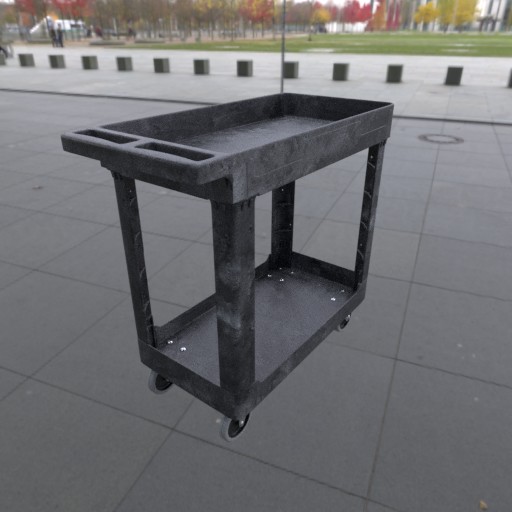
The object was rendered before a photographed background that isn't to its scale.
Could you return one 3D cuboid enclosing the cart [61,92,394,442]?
[{"bbox_3d":[0.000,0.000,1.344,0.420,0.824,0.877,19,33,33],"label":"cart"}]
